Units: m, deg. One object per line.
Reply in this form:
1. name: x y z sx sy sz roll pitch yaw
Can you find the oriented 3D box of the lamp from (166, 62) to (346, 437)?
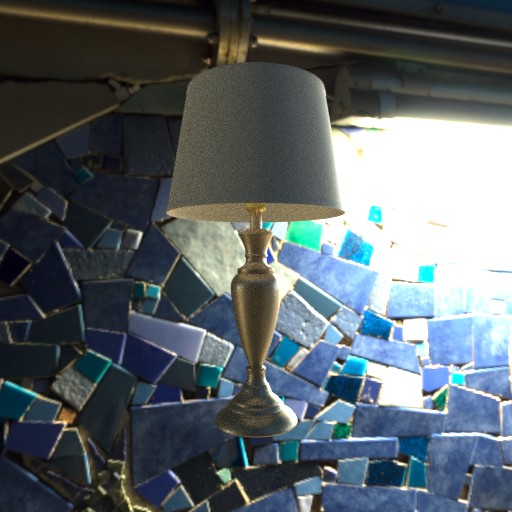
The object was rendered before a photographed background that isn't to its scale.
1. lamp: 0.000 0.000 0.825 0.328 0.612 0.328 0 -1 0
